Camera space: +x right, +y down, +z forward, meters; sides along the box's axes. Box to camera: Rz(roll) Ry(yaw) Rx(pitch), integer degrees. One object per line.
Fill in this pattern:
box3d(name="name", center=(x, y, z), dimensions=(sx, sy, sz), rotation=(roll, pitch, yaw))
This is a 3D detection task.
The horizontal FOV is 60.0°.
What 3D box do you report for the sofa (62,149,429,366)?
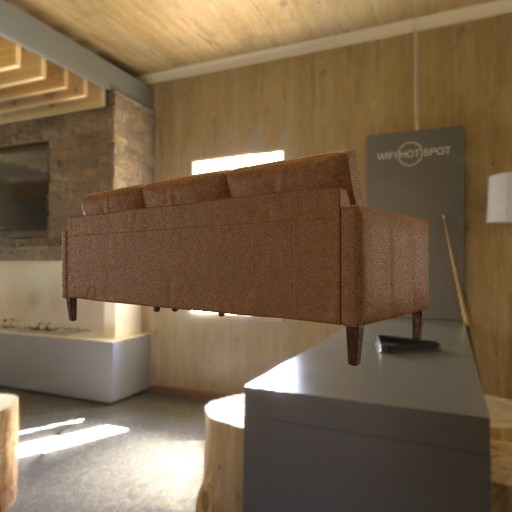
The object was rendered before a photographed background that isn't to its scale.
box3d(name="sofa", center=(0.000, 0.000, 2.897), dimensions=(2.178, 0.876, 1.506), rotation=(-1, -1, 39))
